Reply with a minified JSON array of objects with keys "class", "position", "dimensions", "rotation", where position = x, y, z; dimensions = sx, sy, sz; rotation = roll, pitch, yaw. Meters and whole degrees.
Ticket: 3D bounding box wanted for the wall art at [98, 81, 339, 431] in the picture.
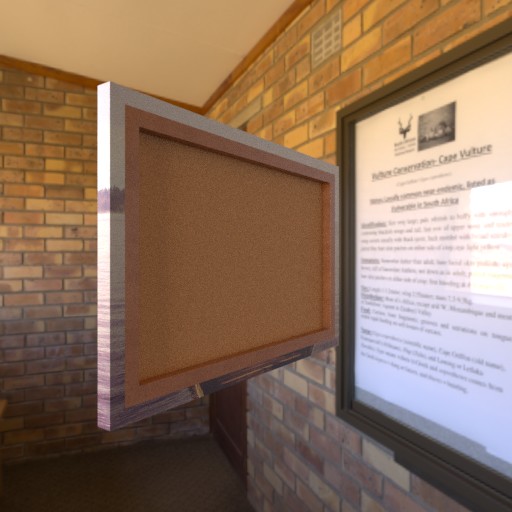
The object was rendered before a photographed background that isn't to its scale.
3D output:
[{"class":"wall art","position":[0.000,0.000,1.149],"dimensions":[0.037,0.609,0.916],"rotation":[0,0,36]}]
